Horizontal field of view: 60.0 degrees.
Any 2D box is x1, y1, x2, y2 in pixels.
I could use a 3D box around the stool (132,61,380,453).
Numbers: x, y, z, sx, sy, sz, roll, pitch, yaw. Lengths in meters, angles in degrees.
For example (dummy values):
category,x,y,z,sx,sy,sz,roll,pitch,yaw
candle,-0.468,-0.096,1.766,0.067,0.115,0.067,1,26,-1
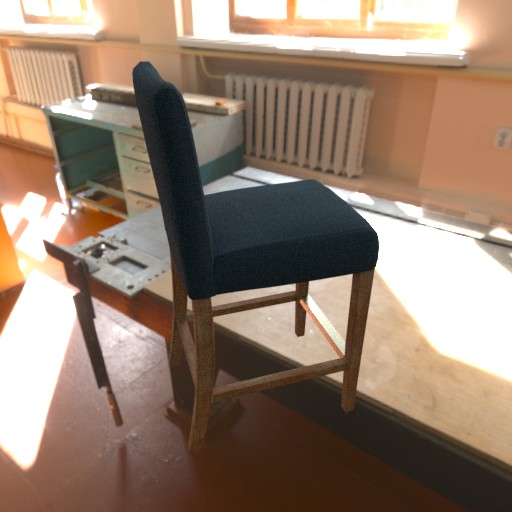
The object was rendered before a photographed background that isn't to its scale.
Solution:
category,x,y,z,sx,sy,sz,roll,pitch,yaw
stool,0.000,0.000,1.311,0.567,1.039,0.454,-9,31,-16
